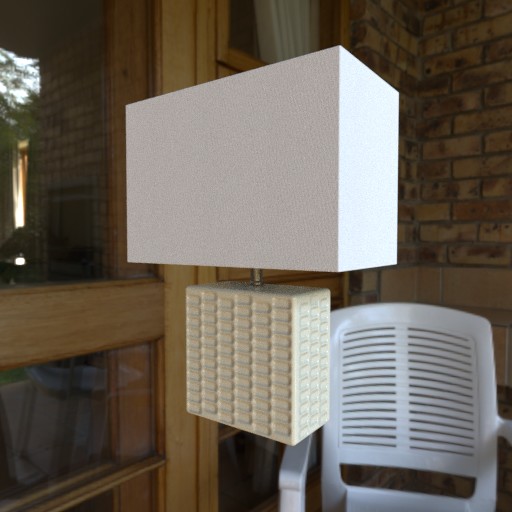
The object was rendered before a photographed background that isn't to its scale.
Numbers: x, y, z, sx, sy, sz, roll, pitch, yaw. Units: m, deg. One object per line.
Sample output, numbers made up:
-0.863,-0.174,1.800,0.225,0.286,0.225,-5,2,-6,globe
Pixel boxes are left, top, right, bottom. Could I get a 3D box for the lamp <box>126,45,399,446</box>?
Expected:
0.000,0.000,0.698,0.380,0.515,0.200,2,3,36,lamp
